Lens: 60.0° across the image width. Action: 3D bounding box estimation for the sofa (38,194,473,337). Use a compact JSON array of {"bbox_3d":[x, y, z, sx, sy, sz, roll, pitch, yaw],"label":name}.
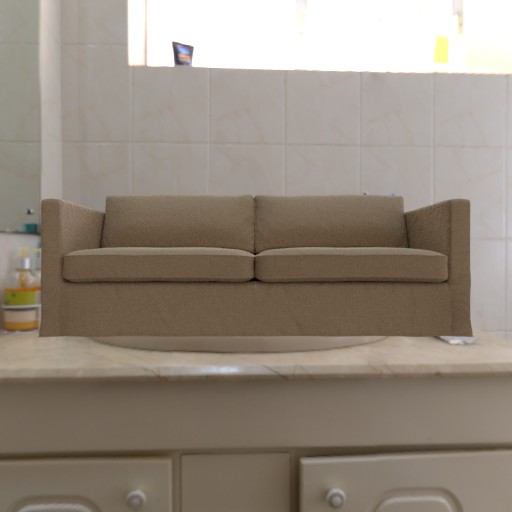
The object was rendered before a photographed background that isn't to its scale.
[{"bbox_3d":[0.000,0.000,2.779,2.312,0.853,0.962,0,0,0],"label":"sofa"}]
